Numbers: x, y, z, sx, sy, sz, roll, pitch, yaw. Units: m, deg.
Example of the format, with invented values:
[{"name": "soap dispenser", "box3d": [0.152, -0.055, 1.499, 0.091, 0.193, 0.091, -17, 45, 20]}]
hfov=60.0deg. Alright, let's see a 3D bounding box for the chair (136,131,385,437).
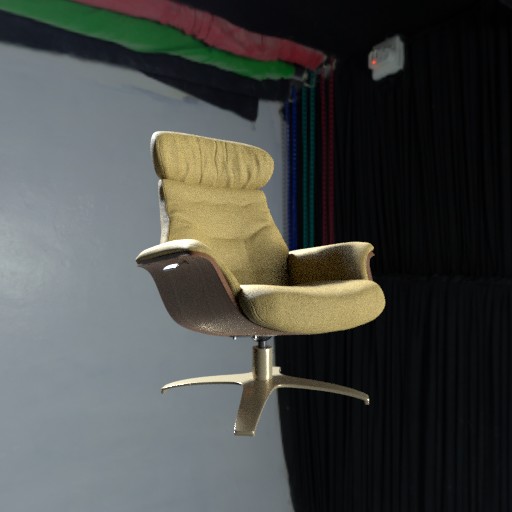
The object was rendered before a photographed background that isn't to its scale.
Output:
[{"name": "chair", "box3d": [0.000, 0.000, 1.587, 0.785, 0.995, 0.837, 0, 0, -35]}]
